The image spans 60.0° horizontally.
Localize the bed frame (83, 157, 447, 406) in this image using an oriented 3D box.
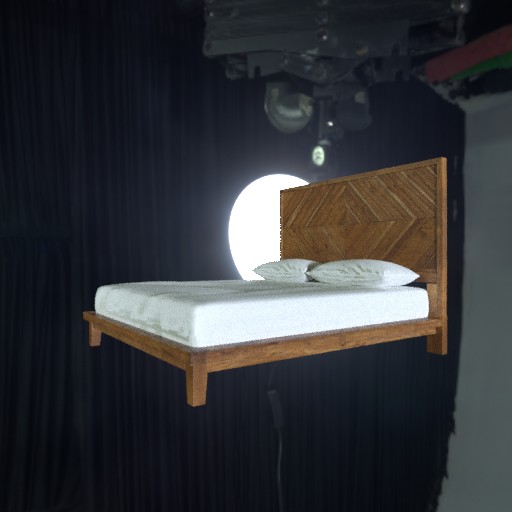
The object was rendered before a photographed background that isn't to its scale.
[{"bbox_3d":[0.000,0.000,3.665,2.235,1.537,2.038,0,0,-35],"label":"bed frame"}]
